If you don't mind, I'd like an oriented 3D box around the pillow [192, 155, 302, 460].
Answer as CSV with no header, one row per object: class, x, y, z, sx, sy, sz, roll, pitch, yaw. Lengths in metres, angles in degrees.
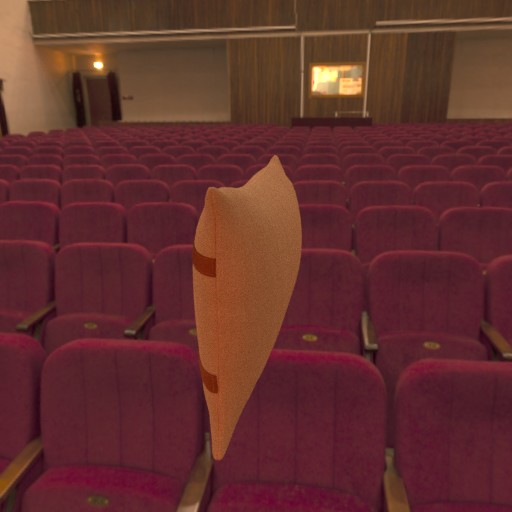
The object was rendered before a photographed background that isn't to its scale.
pillow,0.000,0.000,0.745,0.148,0.308,0.612,2,16,8
